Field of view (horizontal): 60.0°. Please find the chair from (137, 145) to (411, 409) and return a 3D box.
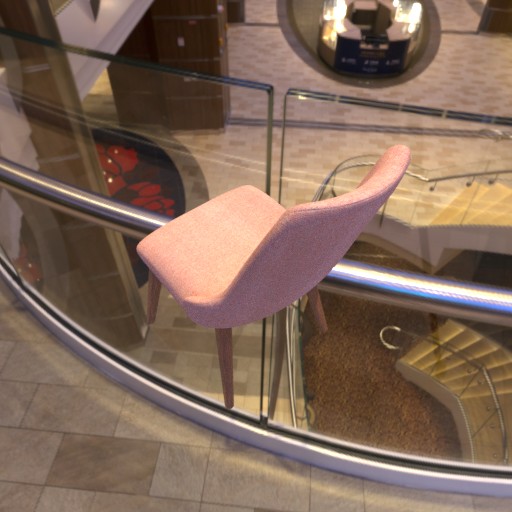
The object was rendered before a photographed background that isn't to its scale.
[{"bbox_3d":[0.000,0.000,1.323,0.535,0.918,0.707,-32,54,-26],"label":"chair"}]
